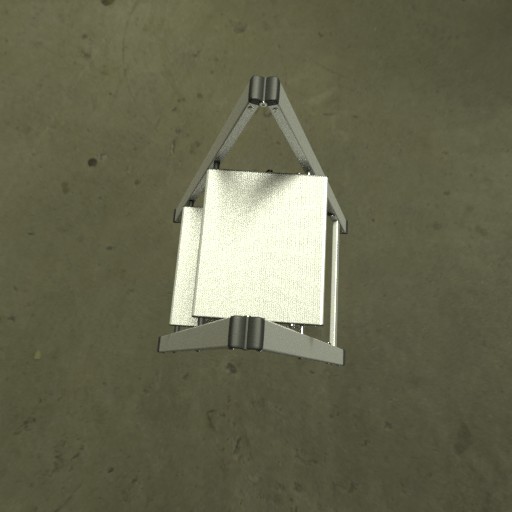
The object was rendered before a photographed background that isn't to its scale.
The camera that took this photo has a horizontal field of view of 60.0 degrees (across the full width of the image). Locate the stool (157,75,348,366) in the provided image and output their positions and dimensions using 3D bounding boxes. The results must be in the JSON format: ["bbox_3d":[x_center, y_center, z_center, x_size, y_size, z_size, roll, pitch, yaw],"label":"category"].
[{"bbox_3d":[0.000,0.000,0.988,0.535,0.670,0.440,4,76,1],"label":"stool"}]
